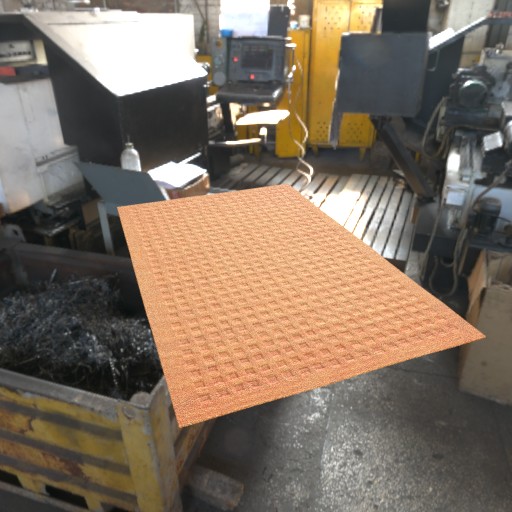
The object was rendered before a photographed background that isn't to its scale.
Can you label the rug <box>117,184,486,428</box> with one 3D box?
[{"bbox_3d":[0.000,0.000,2.161,1.143,0.006,1.747,-11,31,-18],"label":"rug"}]
